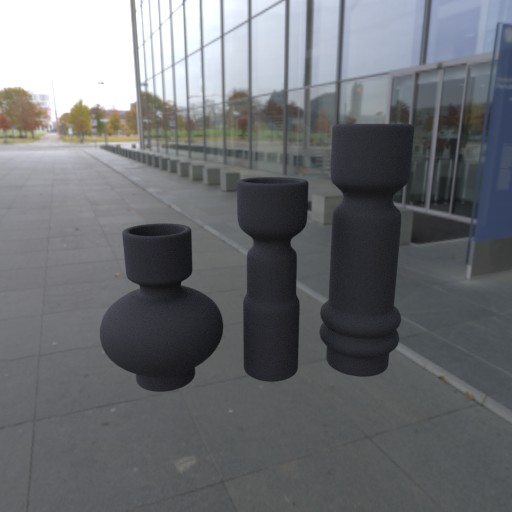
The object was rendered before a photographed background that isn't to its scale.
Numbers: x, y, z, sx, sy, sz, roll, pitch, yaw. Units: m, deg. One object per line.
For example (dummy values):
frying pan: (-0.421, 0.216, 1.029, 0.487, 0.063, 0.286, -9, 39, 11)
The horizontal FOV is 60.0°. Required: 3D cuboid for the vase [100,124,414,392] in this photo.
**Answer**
vase: (0.000, 0.000, 0.436, 0.307, 0.249, 0.120, -2, 16, -8)
